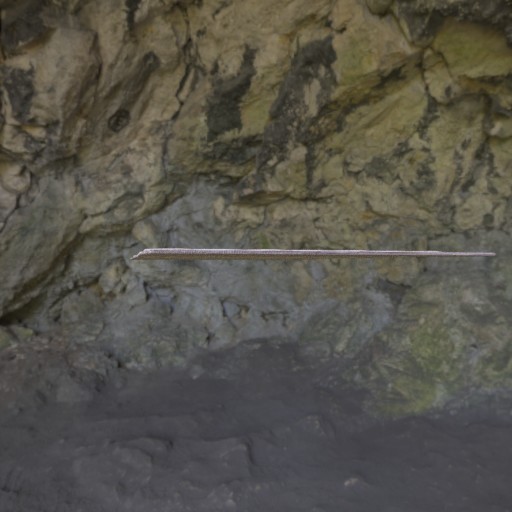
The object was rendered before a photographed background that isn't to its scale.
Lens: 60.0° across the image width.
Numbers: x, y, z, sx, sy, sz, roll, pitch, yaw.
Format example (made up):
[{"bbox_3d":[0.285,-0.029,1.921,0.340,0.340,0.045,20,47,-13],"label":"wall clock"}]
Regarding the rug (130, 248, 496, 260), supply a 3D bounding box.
[{"bbox_3d":[0.000,0.000,2.862,1.513,0.033,2.333,0,-1,-18],"label":"rug"}]
